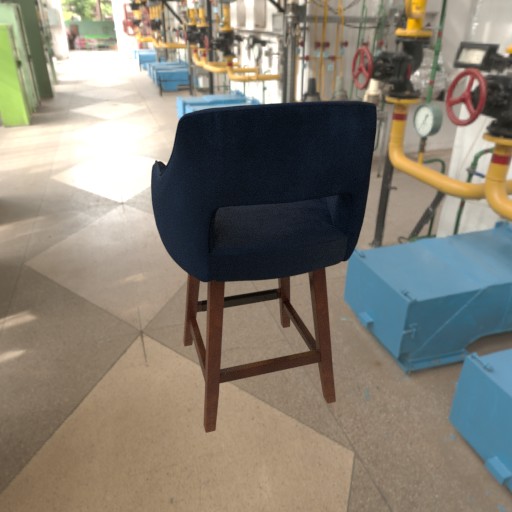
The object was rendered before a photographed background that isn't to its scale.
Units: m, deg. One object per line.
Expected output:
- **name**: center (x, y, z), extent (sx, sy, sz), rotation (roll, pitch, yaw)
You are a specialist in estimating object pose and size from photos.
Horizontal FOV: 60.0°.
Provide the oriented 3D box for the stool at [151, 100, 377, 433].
- **stool**: center (0.000, 0.000, 1.305), extent (0.550, 0.940, 0.560), rotation (-8, 29, -15)
